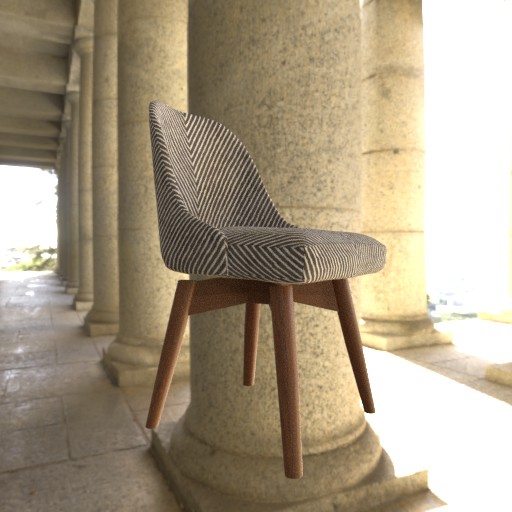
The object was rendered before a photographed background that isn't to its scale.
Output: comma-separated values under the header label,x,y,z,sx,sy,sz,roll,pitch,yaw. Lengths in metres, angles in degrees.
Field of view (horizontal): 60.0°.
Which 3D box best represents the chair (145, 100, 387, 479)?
label,x,y,z,sx,sy,sz,roll,pitch,yaw
chair,0.000,0.000,1.208,0.591,0.883,0.504,1,2,35
